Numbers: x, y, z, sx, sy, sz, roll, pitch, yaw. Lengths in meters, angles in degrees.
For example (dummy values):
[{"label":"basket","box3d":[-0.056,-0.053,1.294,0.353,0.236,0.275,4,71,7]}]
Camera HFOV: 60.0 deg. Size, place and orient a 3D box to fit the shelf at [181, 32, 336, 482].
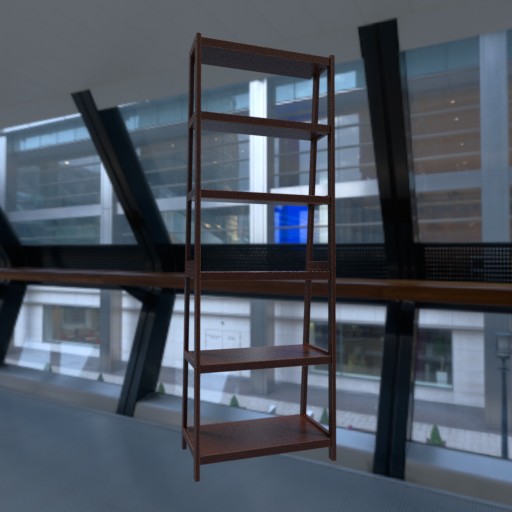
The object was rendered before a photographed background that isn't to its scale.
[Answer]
[{"label":"shelf","box3d":[0.000,0.000,2.146,0.660,1.892,0.381,0,-1,-18]}]
